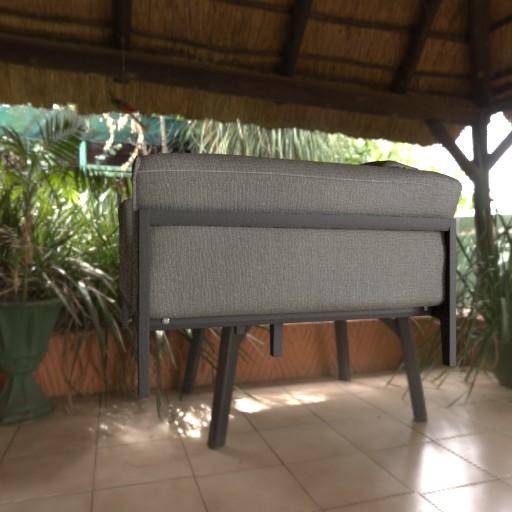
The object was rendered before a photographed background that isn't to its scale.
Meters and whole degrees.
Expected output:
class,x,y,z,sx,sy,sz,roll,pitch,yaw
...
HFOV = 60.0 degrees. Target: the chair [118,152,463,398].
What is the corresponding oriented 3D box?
class,x,y,z,sx,sy,sz,roll,pitch,yaw
chair,0.000,0.000,1.647,0.969,0.646,1.056,0,0,-19
